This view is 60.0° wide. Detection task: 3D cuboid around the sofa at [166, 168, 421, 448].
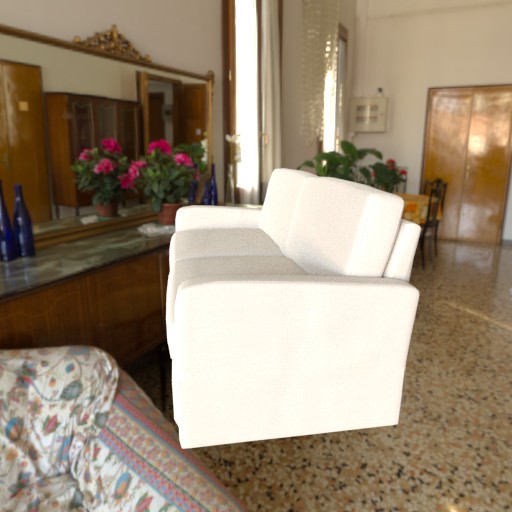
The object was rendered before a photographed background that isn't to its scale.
[{"bbox_3d":[0.000,0.000,2.287,0.894,0.831,1.808,-2,14,-10],"label":"sofa"}]
